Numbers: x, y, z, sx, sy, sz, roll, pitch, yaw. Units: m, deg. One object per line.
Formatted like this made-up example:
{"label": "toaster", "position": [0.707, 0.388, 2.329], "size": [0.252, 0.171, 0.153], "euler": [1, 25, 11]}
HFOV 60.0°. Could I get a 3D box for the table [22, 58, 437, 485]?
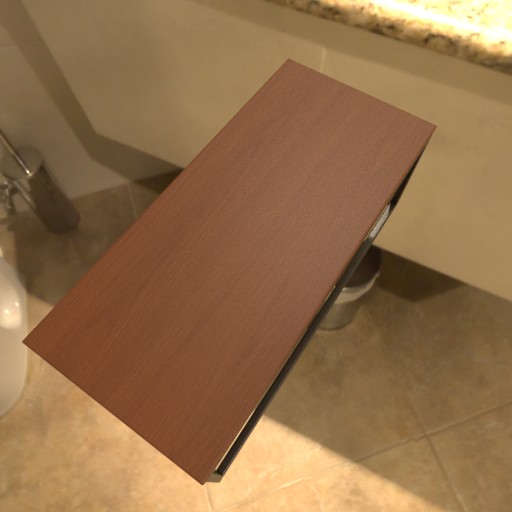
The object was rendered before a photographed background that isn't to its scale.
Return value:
{"label": "table", "position": [0.000, 0.000, 1.295], "size": [0.500, 0.400, 1.100], "euler": [31, 67, 15]}
